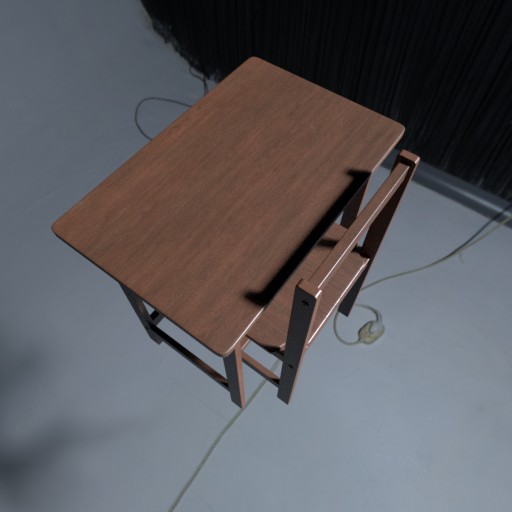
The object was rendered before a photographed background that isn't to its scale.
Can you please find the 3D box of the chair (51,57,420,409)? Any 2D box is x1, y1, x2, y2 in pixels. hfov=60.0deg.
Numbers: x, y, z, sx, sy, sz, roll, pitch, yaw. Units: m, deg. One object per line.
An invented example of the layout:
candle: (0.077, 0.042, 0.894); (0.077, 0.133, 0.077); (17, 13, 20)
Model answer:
chair: (0.000, 0.000, 1.057); (0.463, 0.673, 0.599); (32, 64, 18)
